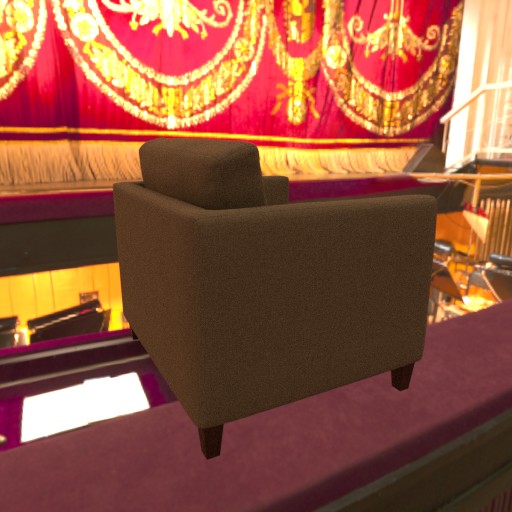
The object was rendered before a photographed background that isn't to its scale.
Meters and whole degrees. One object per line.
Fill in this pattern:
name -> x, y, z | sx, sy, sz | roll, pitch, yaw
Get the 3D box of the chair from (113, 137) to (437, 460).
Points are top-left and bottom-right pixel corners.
chair -> 0.000, 0.000, 1.864 | 0.959, 0.963, 1.107 | -8, 17, -27
